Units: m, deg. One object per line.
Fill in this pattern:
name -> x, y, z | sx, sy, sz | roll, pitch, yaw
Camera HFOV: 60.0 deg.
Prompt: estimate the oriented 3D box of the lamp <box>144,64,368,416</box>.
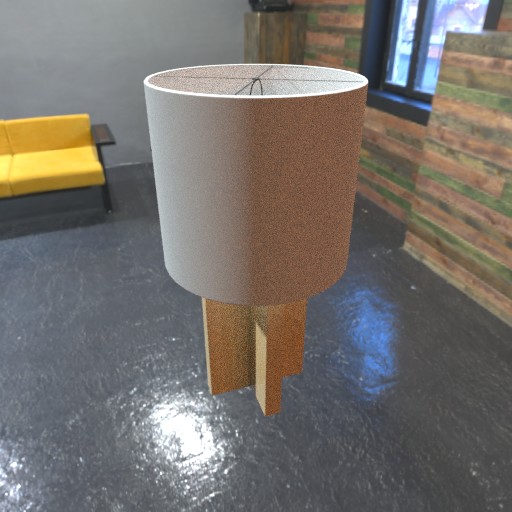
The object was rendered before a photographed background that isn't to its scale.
lamp -> 0.000, 0.000, 0.566 | 0.229, 0.428, 0.229 | -10, 31, -17
